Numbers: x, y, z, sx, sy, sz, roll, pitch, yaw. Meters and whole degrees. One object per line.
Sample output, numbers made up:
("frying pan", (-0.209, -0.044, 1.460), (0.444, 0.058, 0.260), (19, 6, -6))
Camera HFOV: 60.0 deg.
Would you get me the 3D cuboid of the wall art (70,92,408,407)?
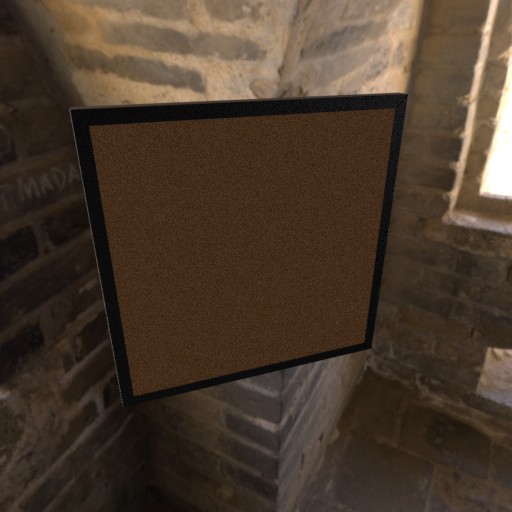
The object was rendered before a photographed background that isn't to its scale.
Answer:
("wall art", (0.000, 0.000, 1.143), (0.765, 0.765, 0.038), (-9, 28, -17))
